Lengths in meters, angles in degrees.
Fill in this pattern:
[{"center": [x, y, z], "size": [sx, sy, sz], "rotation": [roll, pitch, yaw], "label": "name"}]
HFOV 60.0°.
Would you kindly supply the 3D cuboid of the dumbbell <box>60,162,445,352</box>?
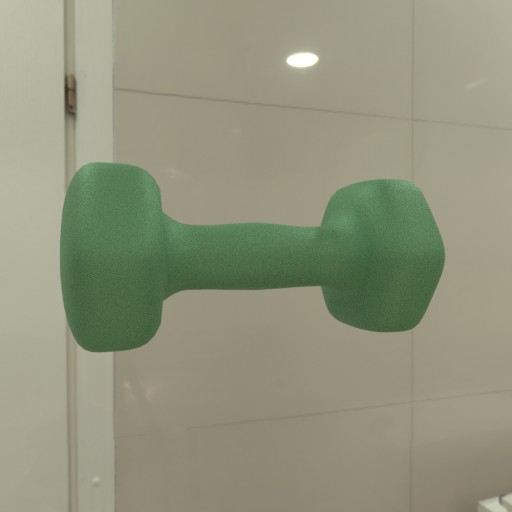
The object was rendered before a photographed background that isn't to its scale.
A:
[{"center": [0.000, 0.000, 0.323], "size": [0.260, 0.117, 0.129], "rotation": [0, 1, -18], "label": "dumbbell"}]
